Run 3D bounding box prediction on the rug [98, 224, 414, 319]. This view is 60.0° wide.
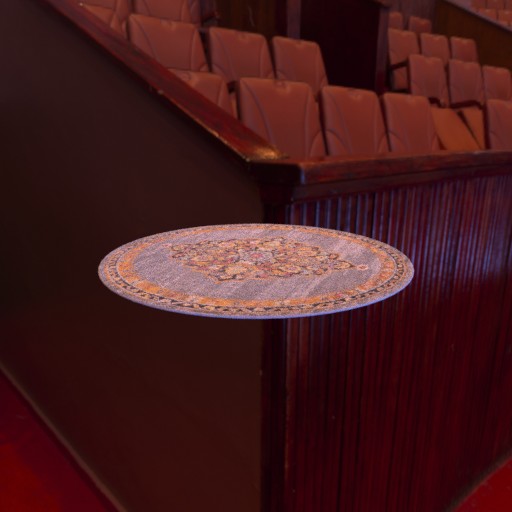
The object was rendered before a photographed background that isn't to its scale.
[{"bbox_3d":[0.000,0.000,3.531,2.382,0.014,2.382,0,16,0],"label":"rug"}]
